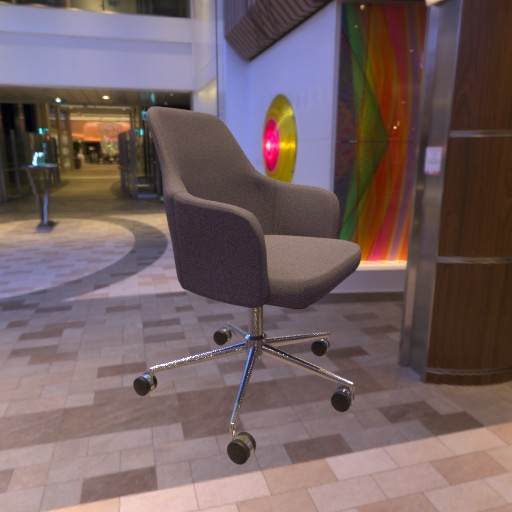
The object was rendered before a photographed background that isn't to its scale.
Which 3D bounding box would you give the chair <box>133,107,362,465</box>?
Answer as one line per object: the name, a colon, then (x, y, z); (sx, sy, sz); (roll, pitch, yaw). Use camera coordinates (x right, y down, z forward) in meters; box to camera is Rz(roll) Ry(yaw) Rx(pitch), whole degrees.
chair: (0.000, 0.000, 1.262); (0.600, 0.820, 0.655); (7, 15, 27)
